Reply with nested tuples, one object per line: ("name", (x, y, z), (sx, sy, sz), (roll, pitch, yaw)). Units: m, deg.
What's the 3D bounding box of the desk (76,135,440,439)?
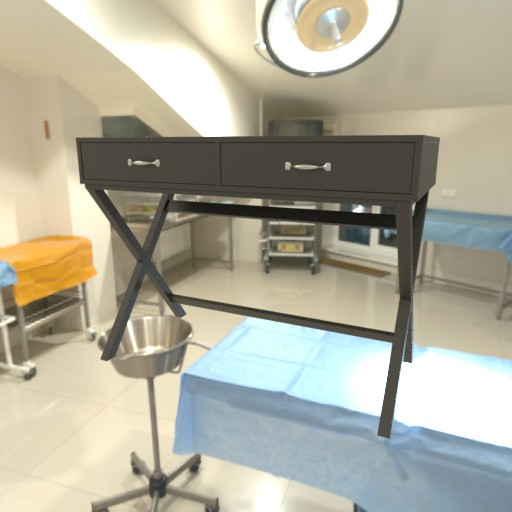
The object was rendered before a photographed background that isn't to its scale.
("desk", (0.000, 0.000, 1.511), (1.057, 0.780, 0.525), (7, 16, 25))
